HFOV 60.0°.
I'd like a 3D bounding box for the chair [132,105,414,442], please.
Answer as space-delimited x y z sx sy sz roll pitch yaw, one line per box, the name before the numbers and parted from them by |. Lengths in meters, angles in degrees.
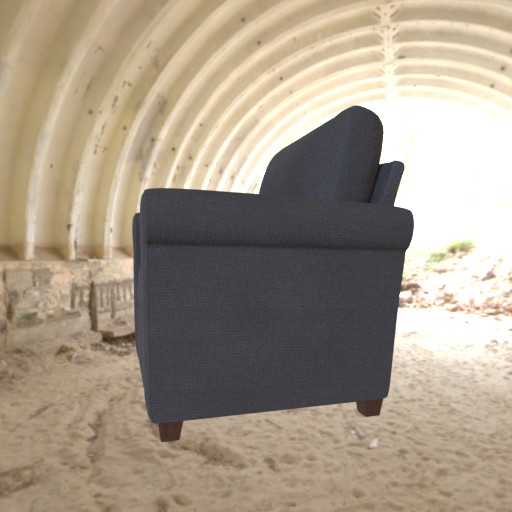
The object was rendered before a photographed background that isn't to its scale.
chair | 0.000 0.000 1.578 0.828 0.942 0.867 0 1 -17
